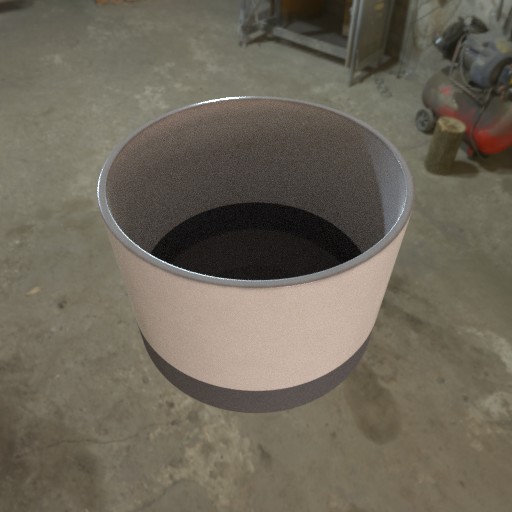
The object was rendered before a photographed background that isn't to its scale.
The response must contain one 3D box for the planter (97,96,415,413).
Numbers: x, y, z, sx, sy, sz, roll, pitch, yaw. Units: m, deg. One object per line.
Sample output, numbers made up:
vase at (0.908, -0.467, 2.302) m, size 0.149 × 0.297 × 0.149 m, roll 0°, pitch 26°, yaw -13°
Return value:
planter at (0.000, 0.000, 0.222) m, size 0.128 × 0.105 × 0.128 m, roll 0°, pitch 46°, yaw 0°
